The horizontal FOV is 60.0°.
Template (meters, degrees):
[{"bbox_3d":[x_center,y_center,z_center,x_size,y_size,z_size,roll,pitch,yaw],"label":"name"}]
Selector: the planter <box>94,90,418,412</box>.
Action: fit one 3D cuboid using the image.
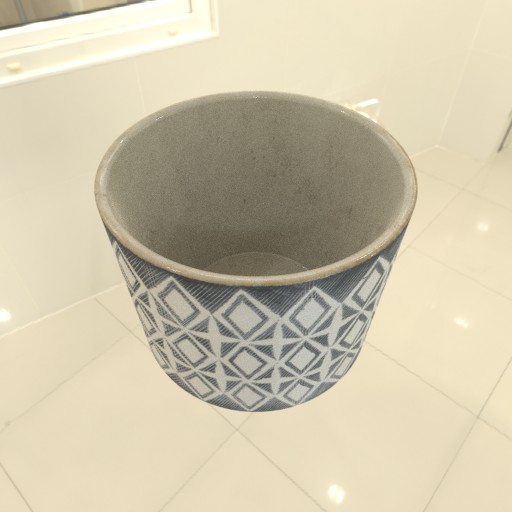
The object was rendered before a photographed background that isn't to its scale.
[{"bbox_3d":[0.000,0.000,0.331,0.192,0.165,0.192,0,47,0],"label":"planter"}]
